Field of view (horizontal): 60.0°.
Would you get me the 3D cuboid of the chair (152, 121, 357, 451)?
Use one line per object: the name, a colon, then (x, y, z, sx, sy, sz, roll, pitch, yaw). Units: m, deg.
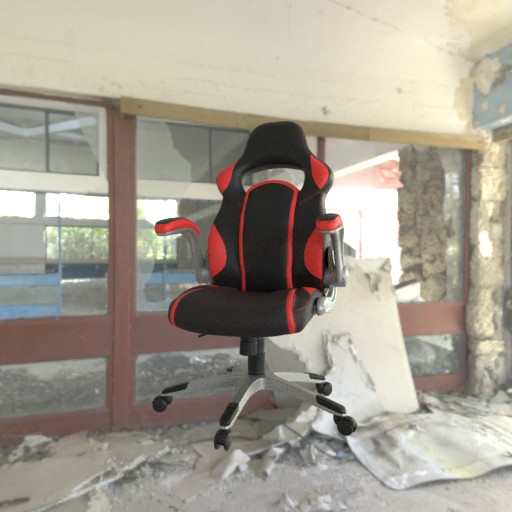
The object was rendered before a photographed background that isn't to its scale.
chair: (0.000, 0.000, 1.648, 0.758, 1.165, 0.712, 0, 1, 18)
